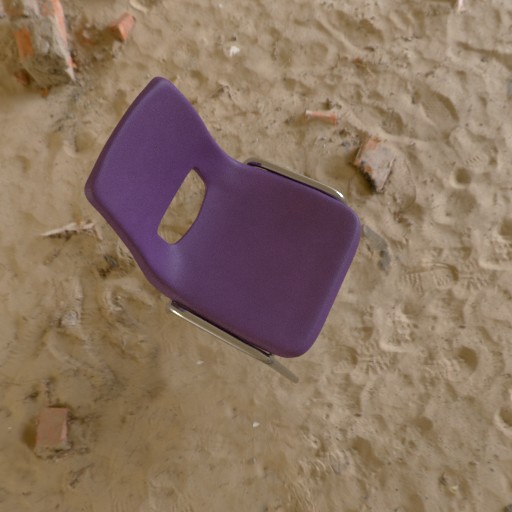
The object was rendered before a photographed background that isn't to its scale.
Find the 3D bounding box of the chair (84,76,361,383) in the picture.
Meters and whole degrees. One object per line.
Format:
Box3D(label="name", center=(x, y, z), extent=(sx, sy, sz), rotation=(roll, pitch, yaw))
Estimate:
Box3D(label="chair", center=(0.000, 0.000, 0.929), extent=(0.432, 0.704, 0.381), rotation=(25, 76, 7))
